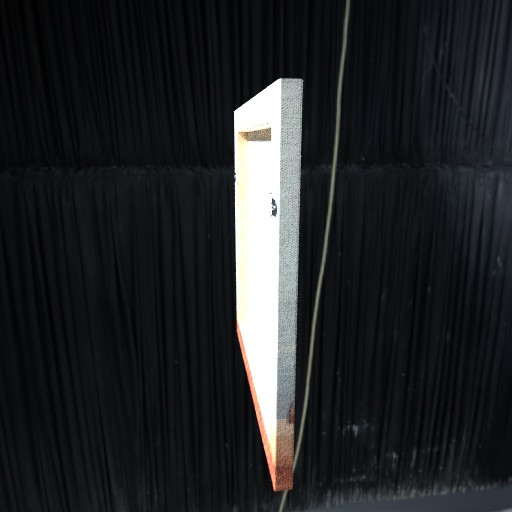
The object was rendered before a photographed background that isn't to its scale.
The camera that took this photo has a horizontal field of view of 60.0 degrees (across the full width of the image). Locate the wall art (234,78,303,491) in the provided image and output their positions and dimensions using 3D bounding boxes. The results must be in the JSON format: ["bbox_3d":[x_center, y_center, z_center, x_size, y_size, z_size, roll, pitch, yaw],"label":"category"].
[{"bbox_3d":[0.000,0.000,1.143,0.042,0.760,0.760,-2,15,-8],"label":"wall art"}]
